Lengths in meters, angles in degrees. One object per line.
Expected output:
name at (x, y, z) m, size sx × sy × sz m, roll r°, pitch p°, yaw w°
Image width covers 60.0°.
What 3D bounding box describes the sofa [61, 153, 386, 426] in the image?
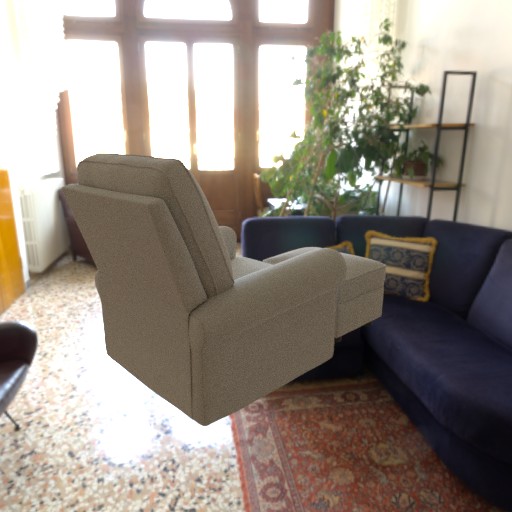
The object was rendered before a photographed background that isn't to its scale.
sofa at (0.000, 0.000, 2.083) m, size 1.478 × 0.959 × 0.880 m, roll -14°, pitch 20°, yaw -42°
